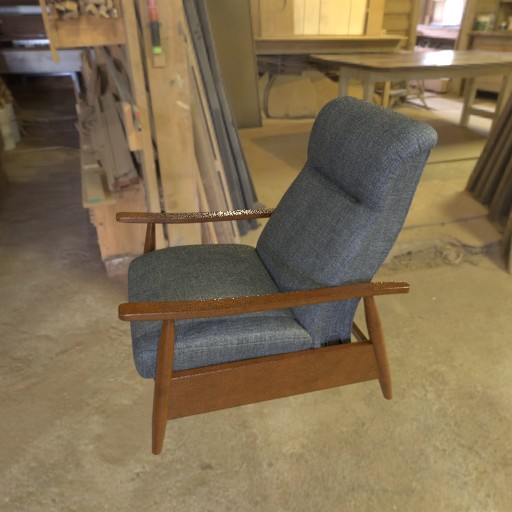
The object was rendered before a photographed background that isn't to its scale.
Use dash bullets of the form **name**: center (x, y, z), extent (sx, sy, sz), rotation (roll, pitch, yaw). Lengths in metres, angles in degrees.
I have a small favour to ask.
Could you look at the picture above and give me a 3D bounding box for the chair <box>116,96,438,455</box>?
- **chair**: center (0.000, 0.000, 1.737), extent (1.030, 1.082, 0.762), rotation (-8, 30, -14)
